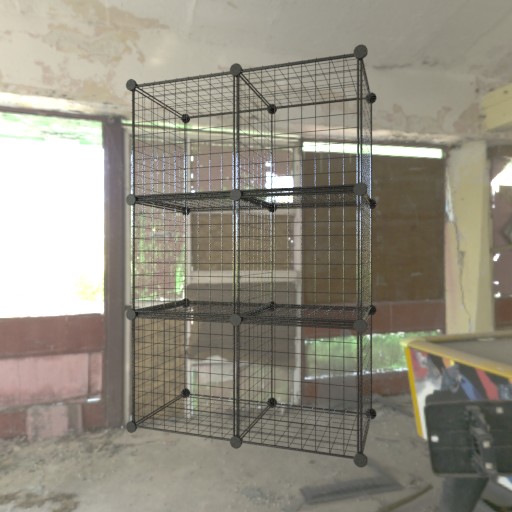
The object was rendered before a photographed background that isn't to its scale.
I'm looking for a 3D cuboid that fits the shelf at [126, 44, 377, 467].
[{"bbox_3d":[0.000,0.000,1.396,0.711,1.067,0.356,0,0,19],"label":"shelf"}]
